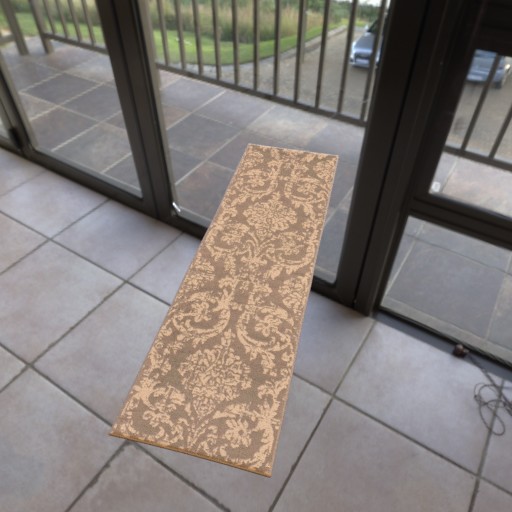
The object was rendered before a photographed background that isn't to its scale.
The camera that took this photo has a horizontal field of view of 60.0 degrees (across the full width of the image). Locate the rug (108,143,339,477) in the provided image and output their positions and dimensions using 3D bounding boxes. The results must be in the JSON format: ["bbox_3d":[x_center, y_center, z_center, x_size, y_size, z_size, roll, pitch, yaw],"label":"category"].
[{"bbox_3d":[0.000,0.000,2.440,0.662,0.011,2.196,10,47,10],"label":"rug"}]
